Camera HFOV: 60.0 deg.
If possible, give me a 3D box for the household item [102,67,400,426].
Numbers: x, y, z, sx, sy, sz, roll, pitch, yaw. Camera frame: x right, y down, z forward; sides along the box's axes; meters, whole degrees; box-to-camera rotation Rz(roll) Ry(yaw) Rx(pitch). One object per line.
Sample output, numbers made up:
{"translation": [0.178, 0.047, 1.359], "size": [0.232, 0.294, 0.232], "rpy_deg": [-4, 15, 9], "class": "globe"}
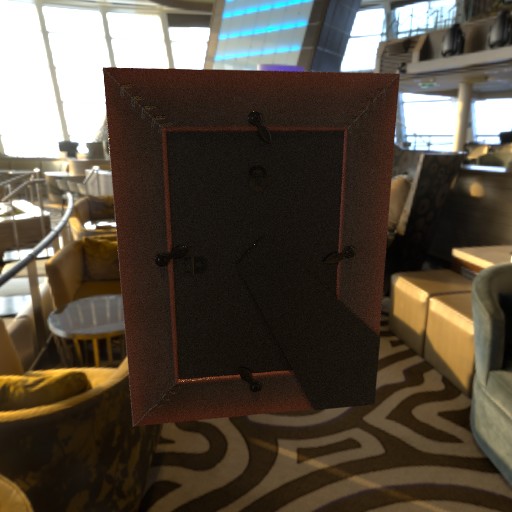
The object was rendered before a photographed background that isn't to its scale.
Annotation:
{"translation": [0.000, 0.000, 0.281], "size": [0.165, 0.216, 0.025], "rpy_deg": [-2, 15, -9], "class": "household item"}
